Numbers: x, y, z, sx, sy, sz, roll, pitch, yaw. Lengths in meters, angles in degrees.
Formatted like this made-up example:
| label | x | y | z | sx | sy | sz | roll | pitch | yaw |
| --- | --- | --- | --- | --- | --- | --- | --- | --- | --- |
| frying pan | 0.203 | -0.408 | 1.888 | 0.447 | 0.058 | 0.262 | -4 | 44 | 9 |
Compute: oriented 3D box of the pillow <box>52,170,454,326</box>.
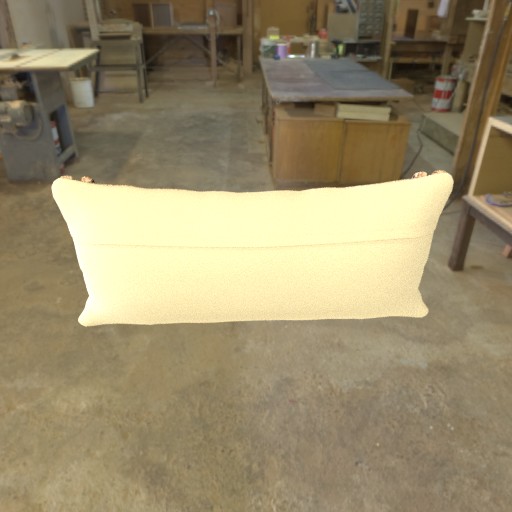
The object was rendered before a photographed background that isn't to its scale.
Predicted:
| label | x | y | z | sx | sy | sz | roll | pitch | yaw |
| --- | --- | --- | --- | --- | --- | --- | --- | --- | --- |
| pillow | 0.000 | 0.000 | 0.737 | 0.635 | 0.282 | 0.139 | -1 | 30 | -2 |
